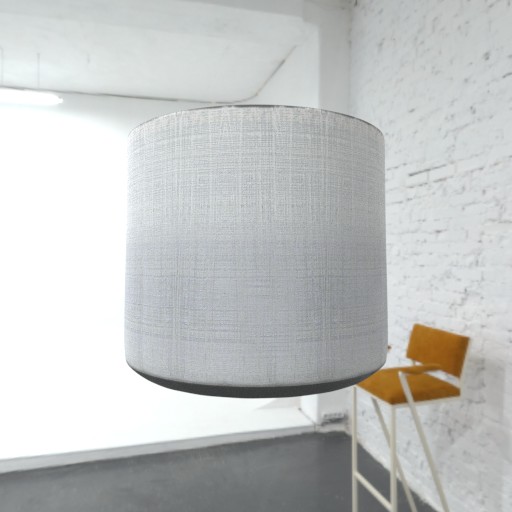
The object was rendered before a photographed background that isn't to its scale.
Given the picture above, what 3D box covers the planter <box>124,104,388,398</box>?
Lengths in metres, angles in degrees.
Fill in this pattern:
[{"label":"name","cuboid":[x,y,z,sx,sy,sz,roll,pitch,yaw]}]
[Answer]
[{"label":"planter","cuboid":[0.000,0.000,0.445,0.254,0.221,0.254,0,-1,0]}]
